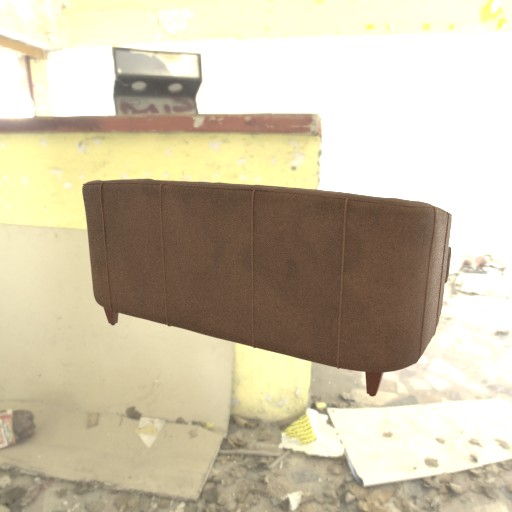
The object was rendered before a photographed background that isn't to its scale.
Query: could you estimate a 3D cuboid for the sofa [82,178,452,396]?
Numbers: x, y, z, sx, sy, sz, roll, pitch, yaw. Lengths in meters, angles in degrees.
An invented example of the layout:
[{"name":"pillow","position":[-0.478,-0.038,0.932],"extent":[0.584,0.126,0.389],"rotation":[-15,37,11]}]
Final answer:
[{"name":"sofa","position":[0.000,0.000,2.262],"extent":[1.767,0.799,0.917],"rotation":[8,16,28]}]
